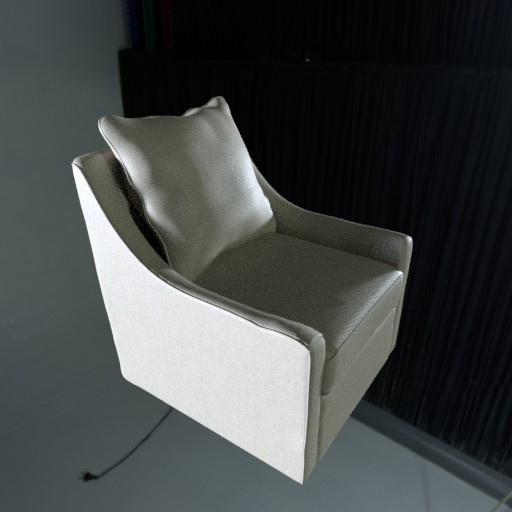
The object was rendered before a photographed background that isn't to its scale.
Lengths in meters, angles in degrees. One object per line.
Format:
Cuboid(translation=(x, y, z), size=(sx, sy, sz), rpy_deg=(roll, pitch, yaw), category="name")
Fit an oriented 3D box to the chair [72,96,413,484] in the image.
Cuboid(translation=(0.000, 0.000, 1.532), size=(0.876, 0.942, 0.760), rpy_deg=(18, 32, 31), category="chair")
